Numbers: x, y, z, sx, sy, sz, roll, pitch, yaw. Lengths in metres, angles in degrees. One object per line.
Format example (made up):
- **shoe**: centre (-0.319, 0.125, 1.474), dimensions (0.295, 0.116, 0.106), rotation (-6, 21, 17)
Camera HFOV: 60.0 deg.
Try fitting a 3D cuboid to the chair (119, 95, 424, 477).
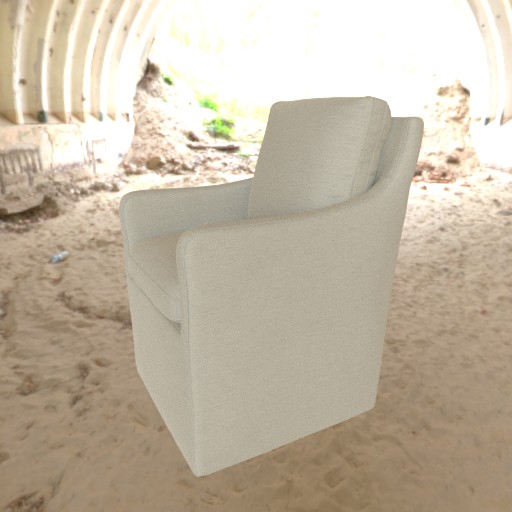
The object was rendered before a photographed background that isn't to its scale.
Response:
- **chair**: centre (0.000, 0.000, 1.347), dimensions (0.694, 0.914, 0.626), rotation (-9, 20, -28)
